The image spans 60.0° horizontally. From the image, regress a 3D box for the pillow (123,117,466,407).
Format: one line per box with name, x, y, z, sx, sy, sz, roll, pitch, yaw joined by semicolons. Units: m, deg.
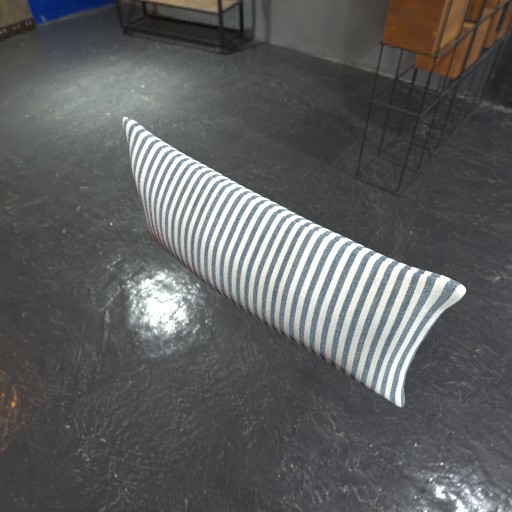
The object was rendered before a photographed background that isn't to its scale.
pillow;0.000;0.000;0.739;0.617;0.295;0.151;31;53;27
